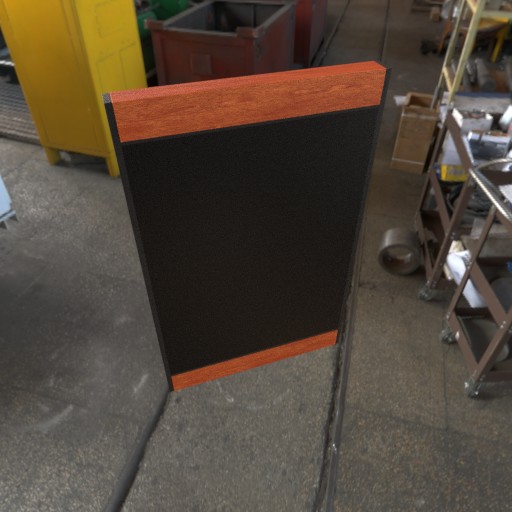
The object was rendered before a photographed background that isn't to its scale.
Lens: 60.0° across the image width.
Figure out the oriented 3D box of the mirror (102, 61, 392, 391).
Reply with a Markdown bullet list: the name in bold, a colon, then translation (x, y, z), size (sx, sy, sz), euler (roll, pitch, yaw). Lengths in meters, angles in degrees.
- **mirror**: translation (0.000, 0.000, 1.051), size (0.525, 0.823, 0.047), euler (-13, 42, -14)
